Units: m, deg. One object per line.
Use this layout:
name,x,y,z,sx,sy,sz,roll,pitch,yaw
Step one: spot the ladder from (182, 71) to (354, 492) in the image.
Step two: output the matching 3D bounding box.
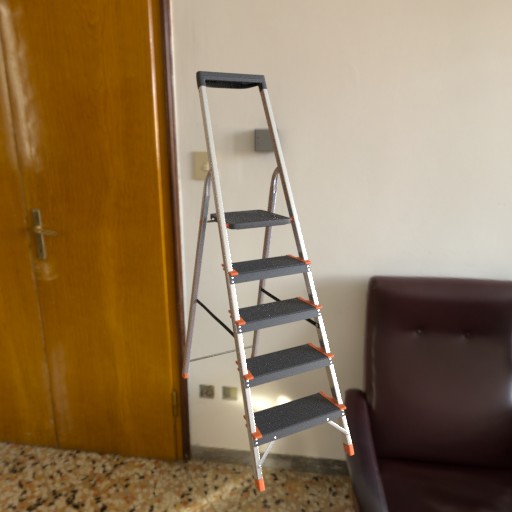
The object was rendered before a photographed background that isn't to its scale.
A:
ladder,0.000,0.000,2.073,0.480,1.646,0.995,-8,17,-26
